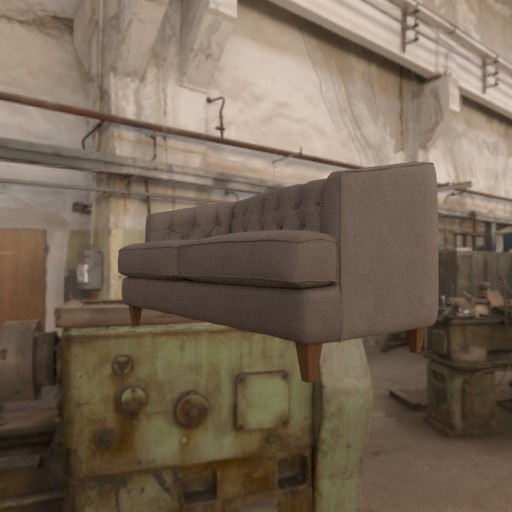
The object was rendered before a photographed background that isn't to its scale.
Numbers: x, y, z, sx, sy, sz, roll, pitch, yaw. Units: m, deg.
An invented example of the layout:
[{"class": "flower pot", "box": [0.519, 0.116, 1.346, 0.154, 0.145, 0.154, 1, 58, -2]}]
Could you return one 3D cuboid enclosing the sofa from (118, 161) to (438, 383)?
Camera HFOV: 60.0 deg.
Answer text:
[{"class": "sofa", "box": [0.000, 0.000, 2.320, 0.941, 0.855, 1.733, 1, -1, -36]}]
